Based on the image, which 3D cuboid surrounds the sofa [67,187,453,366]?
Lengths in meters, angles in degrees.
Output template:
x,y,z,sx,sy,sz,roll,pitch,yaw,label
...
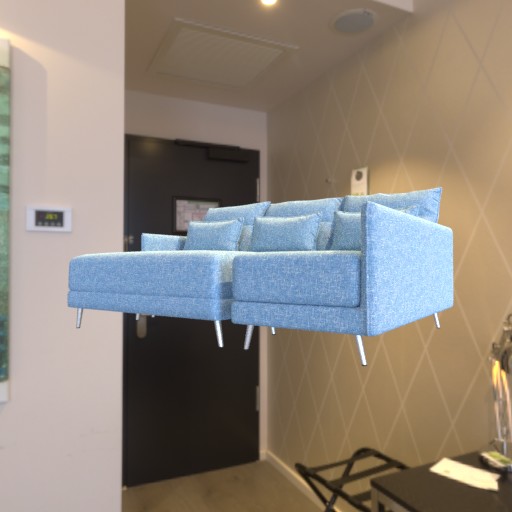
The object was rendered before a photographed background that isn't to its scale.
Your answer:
x,y,z,sx,sy,sz,roll,pitch,yaw,label
0.000,0.000,2.776,2.034,0.899,1.420,-1,-1,35,sofa
